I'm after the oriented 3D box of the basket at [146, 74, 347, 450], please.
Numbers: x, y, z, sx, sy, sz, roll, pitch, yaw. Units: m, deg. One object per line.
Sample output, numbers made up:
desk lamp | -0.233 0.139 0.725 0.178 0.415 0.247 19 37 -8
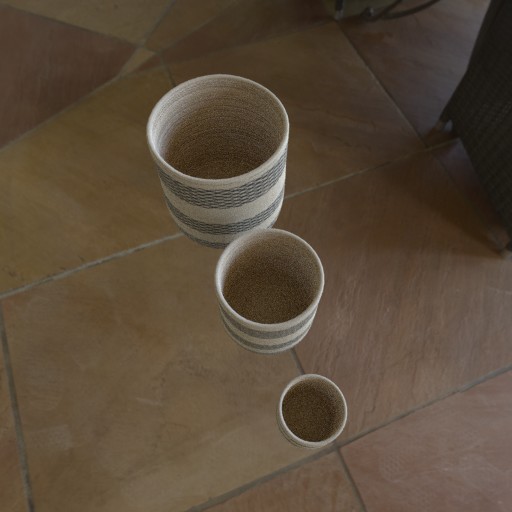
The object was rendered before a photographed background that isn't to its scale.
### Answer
basket | 0.000 0.000 1.109 0.351 0.356 0.917 -17 65 -8
